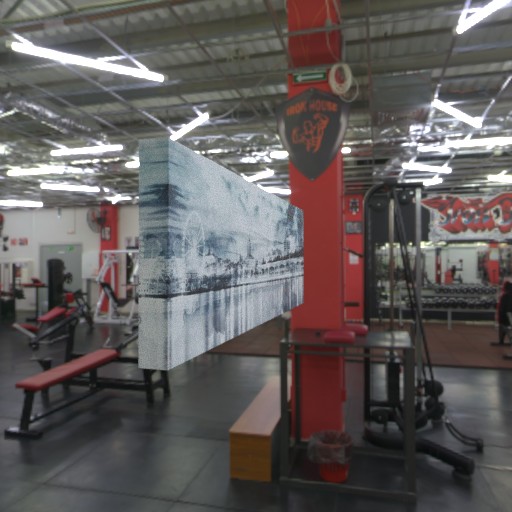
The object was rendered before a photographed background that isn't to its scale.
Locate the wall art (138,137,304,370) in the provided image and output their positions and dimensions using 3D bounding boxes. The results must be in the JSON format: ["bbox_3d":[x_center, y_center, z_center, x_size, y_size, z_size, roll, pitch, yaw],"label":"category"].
[{"bbox_3d":[0.000,0.000,0.843,0.037,0.251,0.759,0,0,17],"label":"wall art"}]
